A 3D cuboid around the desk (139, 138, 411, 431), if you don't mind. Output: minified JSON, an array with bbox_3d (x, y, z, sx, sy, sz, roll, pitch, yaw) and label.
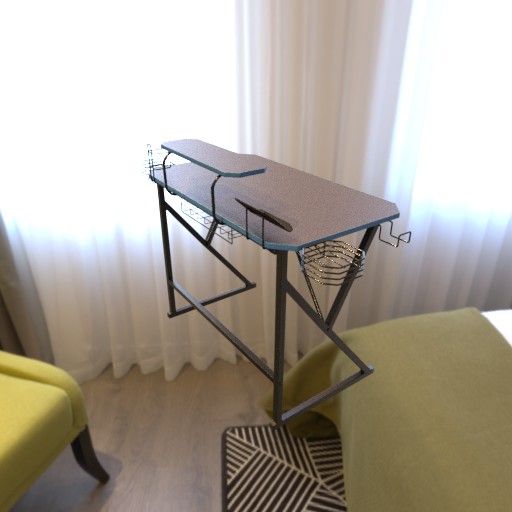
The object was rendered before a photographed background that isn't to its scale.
[{"bbox_3d":[0.000,0.000,1.833,0.594,0.909,1.295,-18,32,-31],"label":"desk"}]
